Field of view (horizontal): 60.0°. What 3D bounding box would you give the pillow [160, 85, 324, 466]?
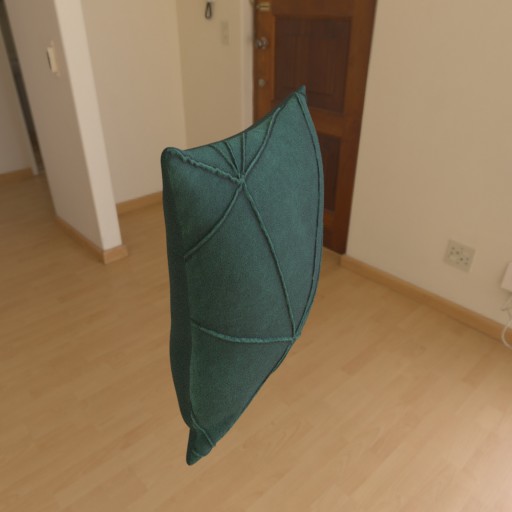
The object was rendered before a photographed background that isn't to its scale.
[{"bbox_3d":[0.000,0.000,0.671,0.184,0.440,0.439,12,32,19],"label":"pillow"}]
